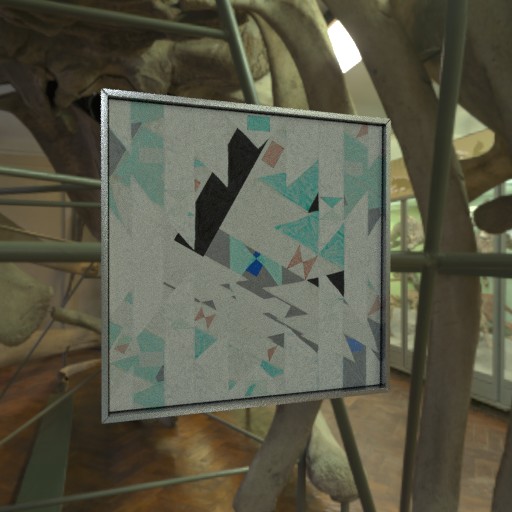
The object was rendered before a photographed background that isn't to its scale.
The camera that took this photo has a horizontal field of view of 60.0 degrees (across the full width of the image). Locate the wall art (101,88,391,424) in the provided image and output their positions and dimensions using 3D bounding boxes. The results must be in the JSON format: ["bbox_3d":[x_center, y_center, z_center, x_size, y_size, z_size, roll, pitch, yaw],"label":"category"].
[{"bbox_3d":[0.000,0.000,0.532,0.350,0.350,0.038,0,0,-18],"label":"wall art"}]
